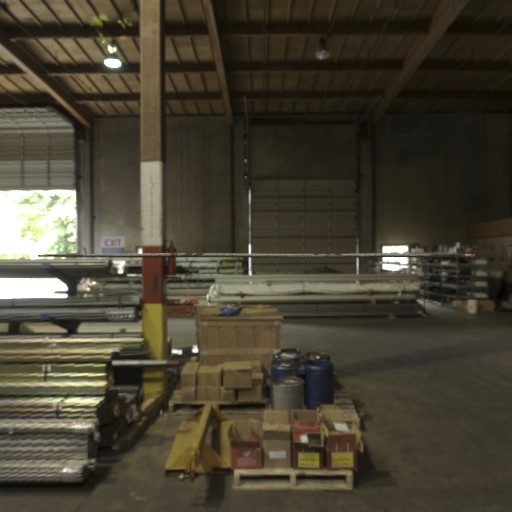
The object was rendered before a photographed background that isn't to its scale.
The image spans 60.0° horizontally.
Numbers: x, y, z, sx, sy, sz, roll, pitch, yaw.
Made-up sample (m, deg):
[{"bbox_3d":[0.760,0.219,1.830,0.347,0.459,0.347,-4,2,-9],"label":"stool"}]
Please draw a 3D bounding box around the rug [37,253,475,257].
[{"bbox_3d":[0.000,0.000,3.058,2.446,0.017,1.530,0,0,0],"label":"rug"}]
